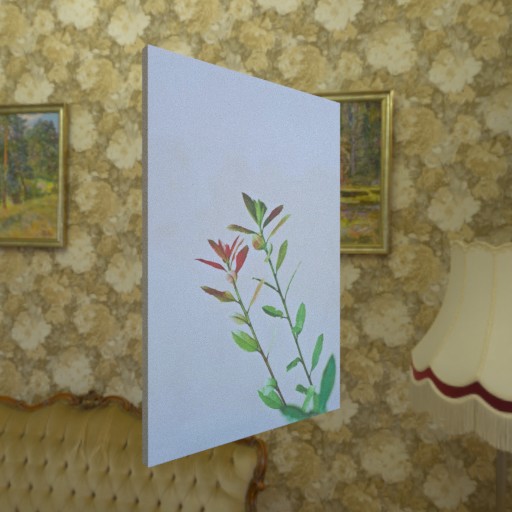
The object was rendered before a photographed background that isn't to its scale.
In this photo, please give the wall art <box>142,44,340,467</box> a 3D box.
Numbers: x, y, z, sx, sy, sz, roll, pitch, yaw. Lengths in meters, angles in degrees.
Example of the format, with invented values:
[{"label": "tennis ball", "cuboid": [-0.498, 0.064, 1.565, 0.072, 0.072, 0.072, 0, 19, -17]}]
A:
[{"label": "wall art", "cuboid": [0.000, 0.000, 1.442, 0.764, 1.143, 0.038, 0, 0, -37]}]
